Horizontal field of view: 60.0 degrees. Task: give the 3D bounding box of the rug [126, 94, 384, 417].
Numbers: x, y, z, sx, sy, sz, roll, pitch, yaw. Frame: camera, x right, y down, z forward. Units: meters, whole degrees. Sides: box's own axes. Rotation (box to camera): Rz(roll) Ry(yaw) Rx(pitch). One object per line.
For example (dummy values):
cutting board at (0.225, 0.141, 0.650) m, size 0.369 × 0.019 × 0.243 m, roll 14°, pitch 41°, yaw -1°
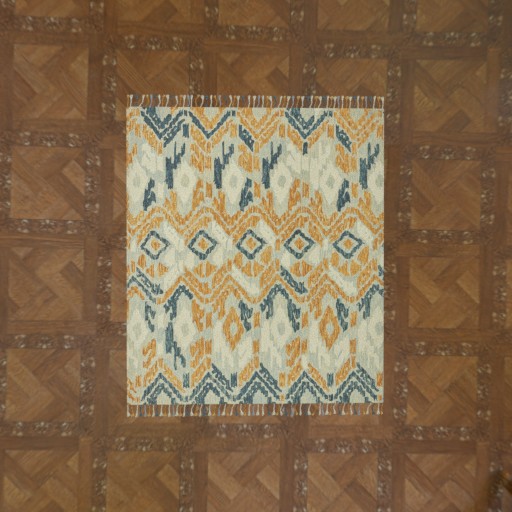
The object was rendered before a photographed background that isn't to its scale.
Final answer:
rug at (0.000, 0.000, 4.207) m, size 2.439 × 0.010 × 3.048 m, roll 0°, pitch 90°, yaw -1°
